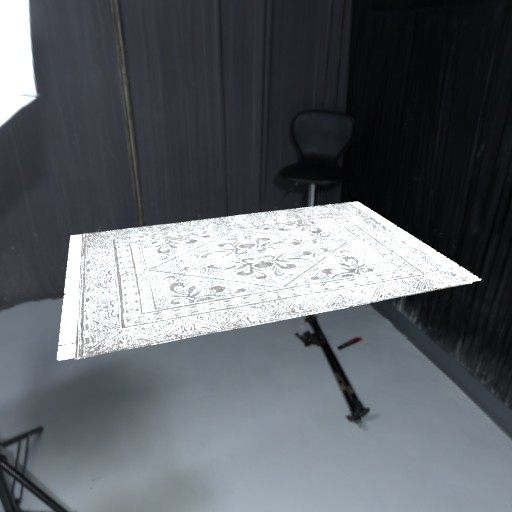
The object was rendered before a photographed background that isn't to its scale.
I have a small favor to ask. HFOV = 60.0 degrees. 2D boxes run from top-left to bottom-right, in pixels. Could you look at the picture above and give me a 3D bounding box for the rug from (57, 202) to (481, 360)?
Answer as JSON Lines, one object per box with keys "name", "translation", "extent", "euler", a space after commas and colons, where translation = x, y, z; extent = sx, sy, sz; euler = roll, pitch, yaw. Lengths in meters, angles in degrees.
{"name": "rug", "translation": [0.000, 0.000, 3.035], "extent": [2.440, 0.010, 1.529], "euler": [-8, 28, -16]}
